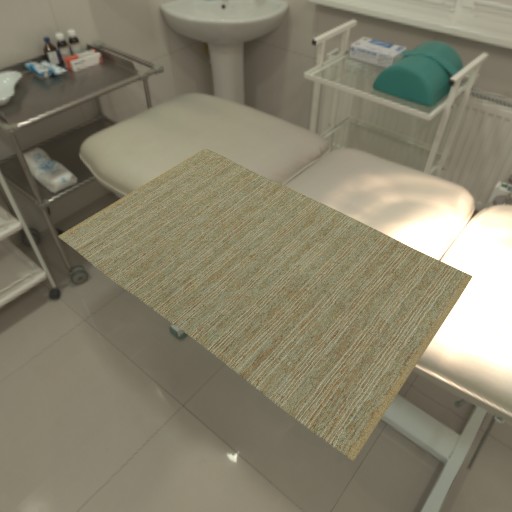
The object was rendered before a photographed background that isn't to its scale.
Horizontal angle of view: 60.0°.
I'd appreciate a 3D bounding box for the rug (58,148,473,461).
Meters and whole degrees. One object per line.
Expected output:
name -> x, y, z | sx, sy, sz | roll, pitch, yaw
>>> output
rug -> 0.000, 0.000, 3.052 | 2.448, 0.012, 1.540 | 30, 53, 27
